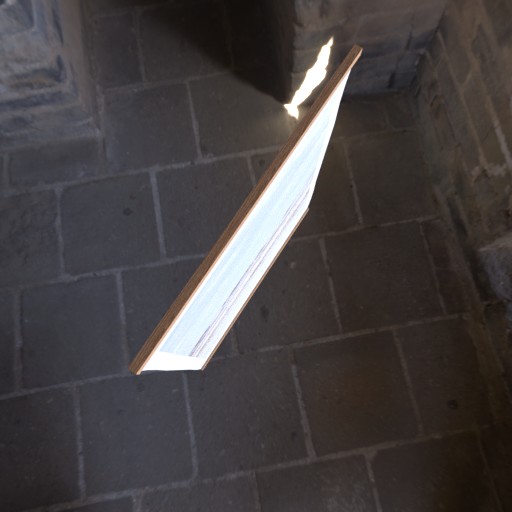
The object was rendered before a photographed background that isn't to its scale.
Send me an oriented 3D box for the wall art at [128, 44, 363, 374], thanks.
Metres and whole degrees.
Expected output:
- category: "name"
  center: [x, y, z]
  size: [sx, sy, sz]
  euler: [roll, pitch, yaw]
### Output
- category: "wall art"
  center: [0.000, 0.000, 0.681]
  size: [0.010, 0.507, 0.404]
  euler: [32, 78, 8]
